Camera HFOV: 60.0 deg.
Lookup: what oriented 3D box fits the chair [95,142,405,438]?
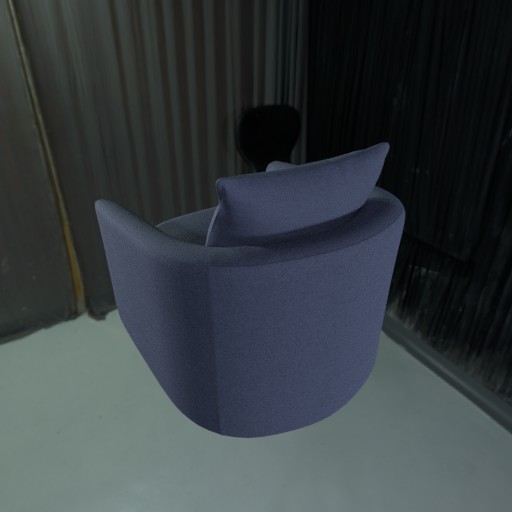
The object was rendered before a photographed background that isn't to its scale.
[{"bbox_3d":[0.000,0.000,1.558,0.845,0.848,0.910,-18,35,-28],"label":"chair"}]
